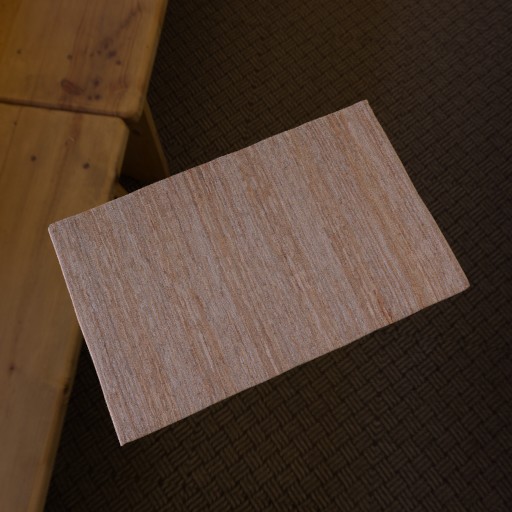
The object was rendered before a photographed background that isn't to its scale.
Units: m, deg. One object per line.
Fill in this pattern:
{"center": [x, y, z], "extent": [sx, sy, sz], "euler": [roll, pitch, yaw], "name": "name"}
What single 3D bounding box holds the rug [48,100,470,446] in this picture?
{"center": [0.000, 0.000, 2.967], "extent": [2.446, 0.009, 1.529], "euler": [-23, 77, -6], "name": "rug"}
